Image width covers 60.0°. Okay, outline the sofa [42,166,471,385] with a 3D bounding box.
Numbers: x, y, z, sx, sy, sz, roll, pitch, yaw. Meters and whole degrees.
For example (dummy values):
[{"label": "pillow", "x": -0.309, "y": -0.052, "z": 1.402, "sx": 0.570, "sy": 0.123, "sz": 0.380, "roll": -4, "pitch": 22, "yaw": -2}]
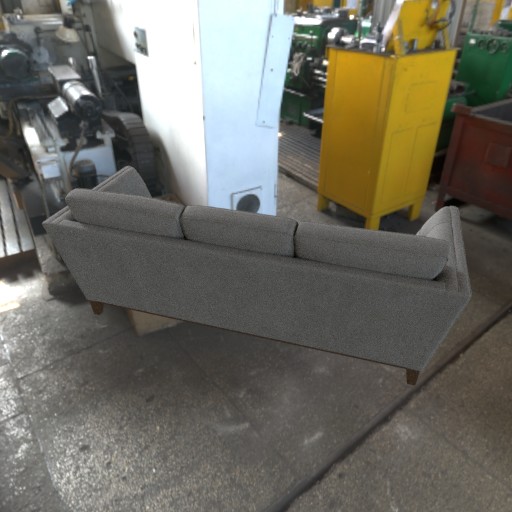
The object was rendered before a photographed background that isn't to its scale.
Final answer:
[{"label": "sofa", "x": 0.000, "y": 0.000, "z": 2.888, "sx": 2.387, "sy": 0.940, "sz": 0.965, "roll": 10, "pitch": 34, "yaw": 15}]
